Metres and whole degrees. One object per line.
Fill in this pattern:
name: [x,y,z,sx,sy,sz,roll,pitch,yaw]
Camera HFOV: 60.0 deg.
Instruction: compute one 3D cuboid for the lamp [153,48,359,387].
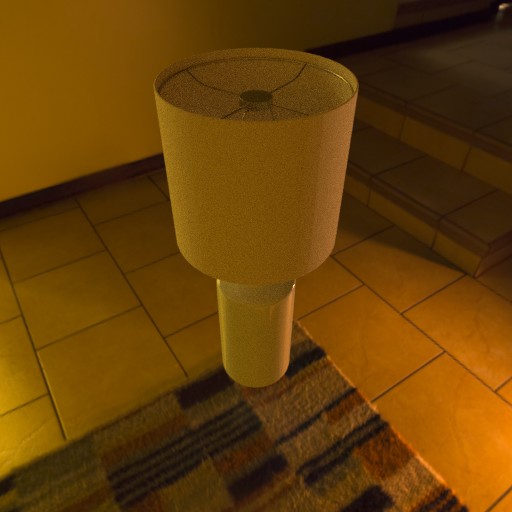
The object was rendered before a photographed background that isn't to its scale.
lamp: [0.000,0.000,0.626,0.212,0.493,0.212,26,47,27]
